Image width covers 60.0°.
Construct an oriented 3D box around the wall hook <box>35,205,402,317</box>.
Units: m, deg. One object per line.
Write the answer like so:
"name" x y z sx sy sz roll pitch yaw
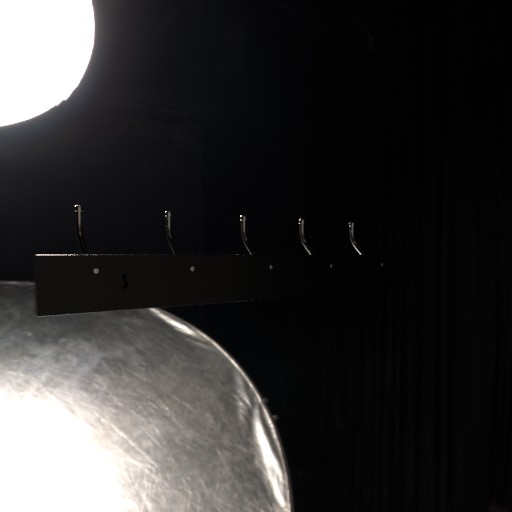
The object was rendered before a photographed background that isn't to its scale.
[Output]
"wall hook" 0.000 0.000 0.623 0.571 0.117 0.071 0 0 -36
